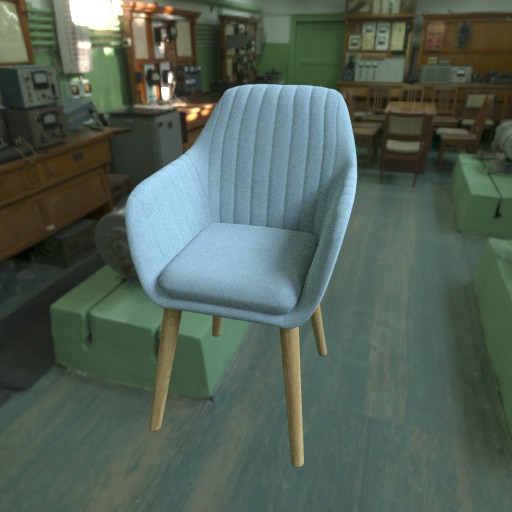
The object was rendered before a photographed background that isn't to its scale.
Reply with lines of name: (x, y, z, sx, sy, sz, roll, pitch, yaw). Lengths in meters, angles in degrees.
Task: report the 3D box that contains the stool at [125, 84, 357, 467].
stool: (0.000, 0.000, 1.211, 0.503, 0.830, 0.590, 7, 27, 15)
